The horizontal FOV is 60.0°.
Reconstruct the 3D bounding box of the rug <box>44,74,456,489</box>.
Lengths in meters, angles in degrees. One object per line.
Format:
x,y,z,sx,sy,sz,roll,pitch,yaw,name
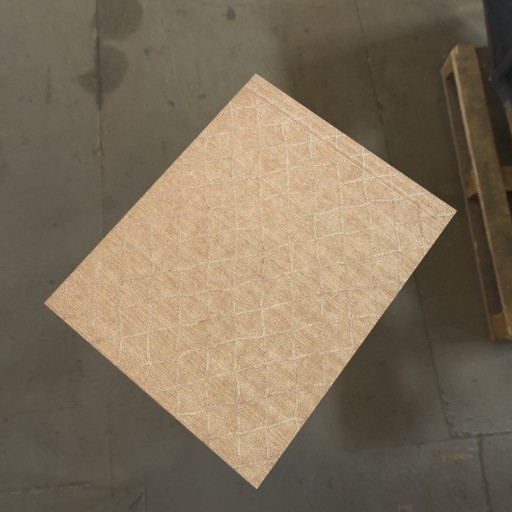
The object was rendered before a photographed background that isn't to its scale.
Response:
0.000,0.000,4.066,2.420,0.019,3.039,37,78,9,rug
